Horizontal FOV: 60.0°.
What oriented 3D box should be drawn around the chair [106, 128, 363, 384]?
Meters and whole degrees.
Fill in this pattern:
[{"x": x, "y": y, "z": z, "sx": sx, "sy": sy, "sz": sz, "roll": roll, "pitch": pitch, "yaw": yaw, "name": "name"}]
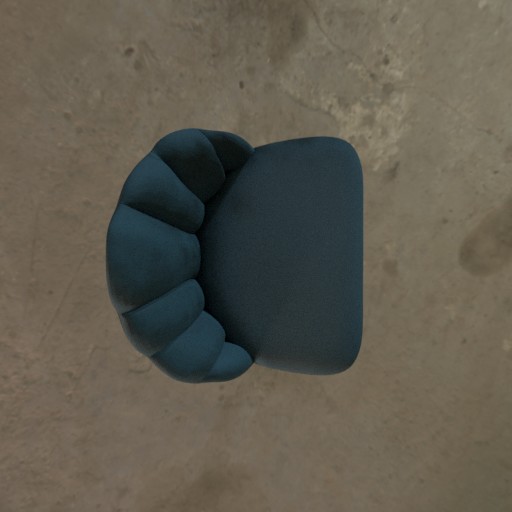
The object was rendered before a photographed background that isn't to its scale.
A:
[{"x": 0.000, "y": 0.000, "z": 1.264, "sx": 0.599, "sy": 0.819, "sz": 0.657, "roll": 0, "pitch": 91, "yaw": 0, "name": "chair"}]
